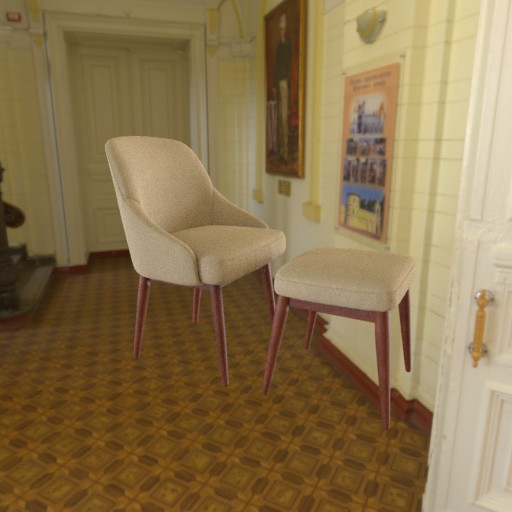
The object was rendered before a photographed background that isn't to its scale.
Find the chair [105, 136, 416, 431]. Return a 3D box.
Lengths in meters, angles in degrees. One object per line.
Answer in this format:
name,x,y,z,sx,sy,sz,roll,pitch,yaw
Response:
chair,0.000,0.000,1.648,1.114,0.866,0.584,8,16,27
